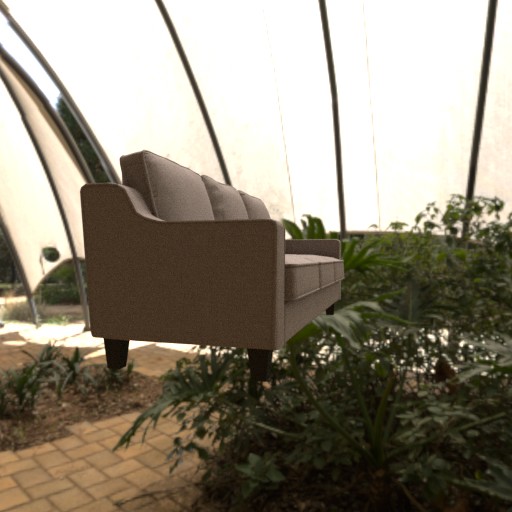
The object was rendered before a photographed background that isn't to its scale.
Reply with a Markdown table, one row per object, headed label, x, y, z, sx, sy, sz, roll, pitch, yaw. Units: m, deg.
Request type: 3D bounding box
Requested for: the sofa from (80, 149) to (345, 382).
| label | x | y | z | sx | sy | sz | roll | pitch | yaw |
| --- | --- | --- | --- | --- | --- | --- | --- | --- | --- |
| sofa | 0.000 | 0.000 | 2.743 | 0.899 | 0.950 | 2.129 | 0 | 0 | 17 |
